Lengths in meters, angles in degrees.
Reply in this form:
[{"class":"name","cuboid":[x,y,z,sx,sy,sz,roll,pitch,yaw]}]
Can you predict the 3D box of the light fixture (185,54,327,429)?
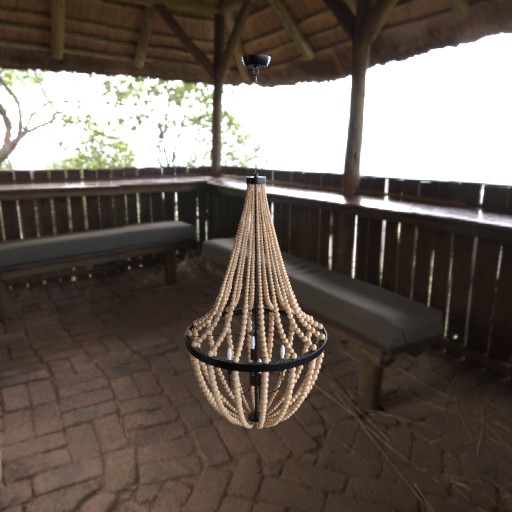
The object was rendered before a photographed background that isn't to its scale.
[{"class":"light fixture","cuboid":[0.000,0.000,1.362,0.450,1.133,0.450,0,14,0]}]
